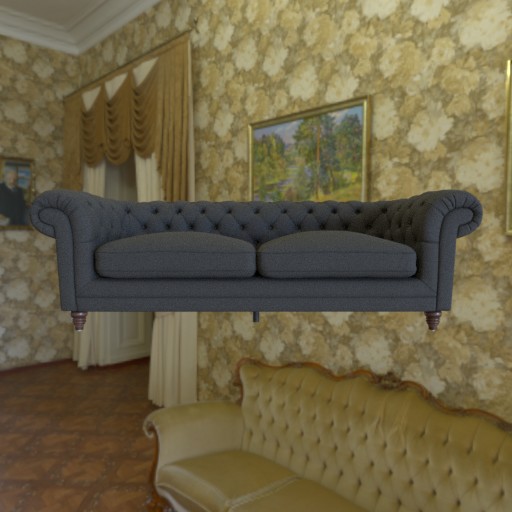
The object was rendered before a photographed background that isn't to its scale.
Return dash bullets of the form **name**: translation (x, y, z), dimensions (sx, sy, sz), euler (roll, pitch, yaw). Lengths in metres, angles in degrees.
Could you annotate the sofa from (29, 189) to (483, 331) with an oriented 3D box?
- **sofa**: translation (0.000, 0.000, 2.750), dimensions (2.362, 0.762, 0.991), euler (0, 2, 0)
